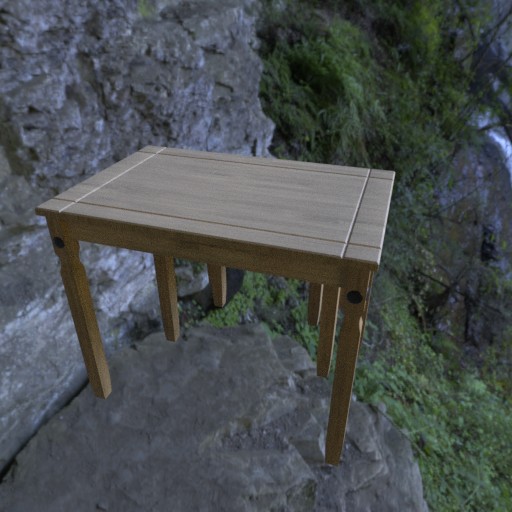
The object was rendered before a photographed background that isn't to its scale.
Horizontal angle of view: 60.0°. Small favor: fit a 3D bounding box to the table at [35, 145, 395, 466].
[{"bbox_3d":[0.000,0.000,1.231,0.660,0.535,0.773,10,32,16],"label":"table"}]
